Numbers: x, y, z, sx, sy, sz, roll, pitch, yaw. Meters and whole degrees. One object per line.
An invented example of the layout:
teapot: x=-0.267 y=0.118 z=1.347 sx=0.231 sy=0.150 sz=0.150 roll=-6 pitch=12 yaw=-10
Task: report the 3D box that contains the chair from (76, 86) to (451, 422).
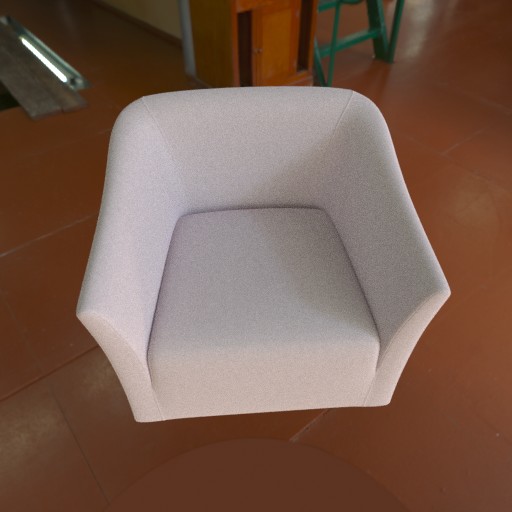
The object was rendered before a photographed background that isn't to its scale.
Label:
chair: x=0.000 y=0.000 z=1.304 sx=0.790 sy=0.720 sz=0.700 roll=-3 pitch=46 yaw=-3
